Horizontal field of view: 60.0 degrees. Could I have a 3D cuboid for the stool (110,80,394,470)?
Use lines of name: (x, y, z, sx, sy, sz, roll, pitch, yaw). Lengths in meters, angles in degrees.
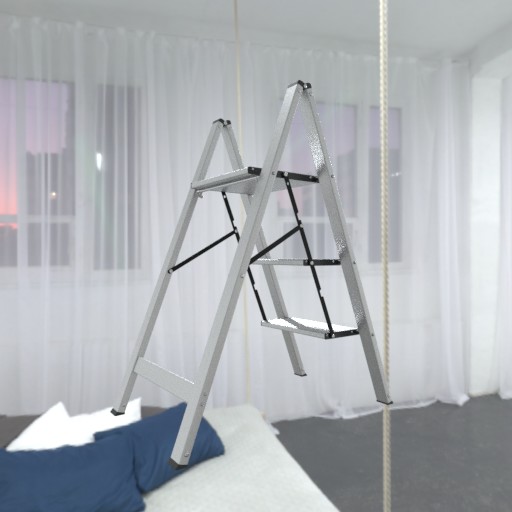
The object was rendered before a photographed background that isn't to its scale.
stool: (0.000, 0.000, 1.321, 0.730, 0.902, 0.441, 0, 0, -36)
